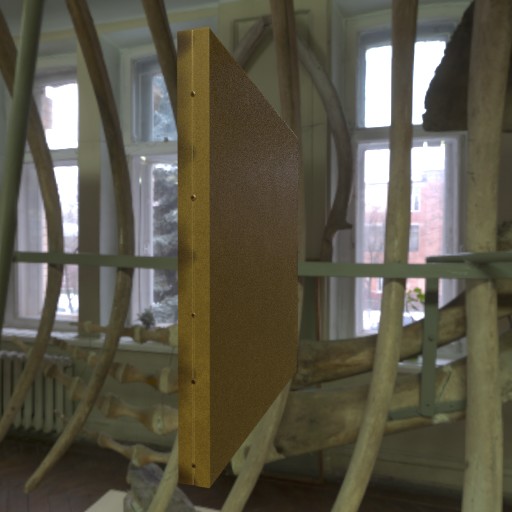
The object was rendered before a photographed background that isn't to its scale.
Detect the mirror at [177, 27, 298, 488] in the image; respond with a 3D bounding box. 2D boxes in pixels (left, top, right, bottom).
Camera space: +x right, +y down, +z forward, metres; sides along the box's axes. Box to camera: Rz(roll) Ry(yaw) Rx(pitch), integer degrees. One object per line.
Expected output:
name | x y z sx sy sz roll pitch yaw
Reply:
mirror | 0.000 0.000 0.736 0.042 0.507 0.509 0 1 16
